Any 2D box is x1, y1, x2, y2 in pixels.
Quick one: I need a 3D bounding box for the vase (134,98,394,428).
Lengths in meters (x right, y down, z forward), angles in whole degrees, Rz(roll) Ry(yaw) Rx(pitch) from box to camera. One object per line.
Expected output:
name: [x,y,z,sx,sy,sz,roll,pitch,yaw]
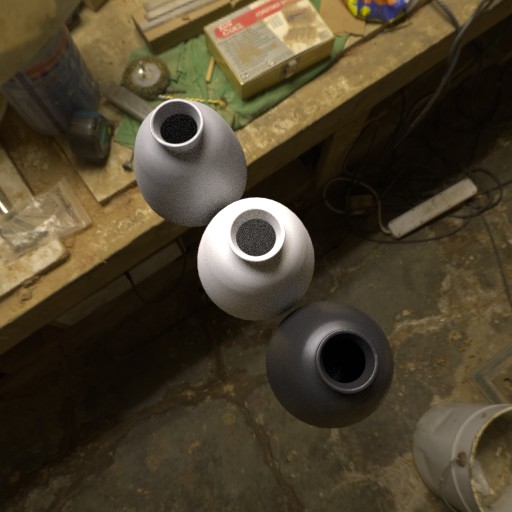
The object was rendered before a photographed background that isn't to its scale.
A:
vase: [0.000,0.000,0.354,0.097,0.122,0.297,-34,78,-8]
